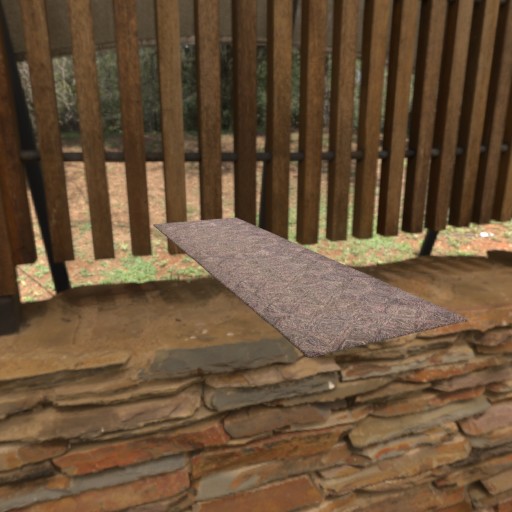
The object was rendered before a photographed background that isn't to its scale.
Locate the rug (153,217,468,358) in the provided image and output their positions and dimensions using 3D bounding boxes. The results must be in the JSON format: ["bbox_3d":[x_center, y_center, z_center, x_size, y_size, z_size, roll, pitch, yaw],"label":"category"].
[{"bbox_3d":[0.000,0.000,2.508,0.691,0.011,2.296,-7,17,-24],"label":"rug"}]
